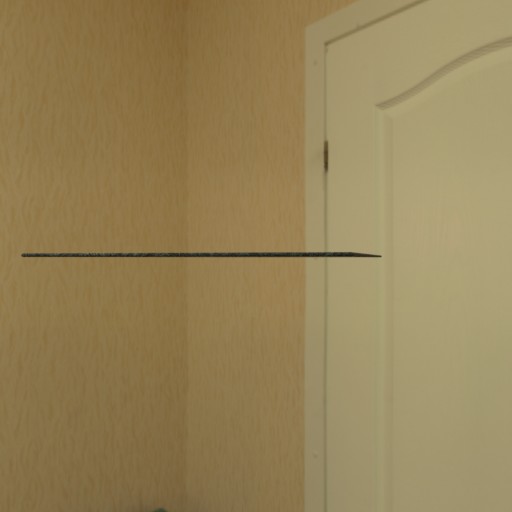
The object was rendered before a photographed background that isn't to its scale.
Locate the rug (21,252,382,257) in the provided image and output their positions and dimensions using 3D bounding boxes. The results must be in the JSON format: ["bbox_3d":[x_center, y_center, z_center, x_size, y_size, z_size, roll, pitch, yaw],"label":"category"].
[{"bbox_3d":[0.000,0.000,2.881,1.478,0.017,2.330,0,0,18],"label":"rug"}]
